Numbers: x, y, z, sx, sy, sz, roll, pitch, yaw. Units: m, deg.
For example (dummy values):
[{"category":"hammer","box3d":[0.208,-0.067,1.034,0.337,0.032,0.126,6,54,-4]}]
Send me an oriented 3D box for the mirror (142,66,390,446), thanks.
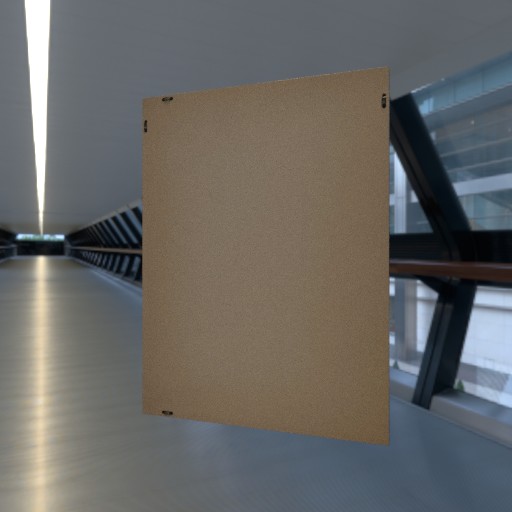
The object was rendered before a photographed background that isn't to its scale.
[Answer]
[{"category":"mirror","box3d":[0.000,0.000,1.322,0.762,1.016,0.041,0,0,19]}]
